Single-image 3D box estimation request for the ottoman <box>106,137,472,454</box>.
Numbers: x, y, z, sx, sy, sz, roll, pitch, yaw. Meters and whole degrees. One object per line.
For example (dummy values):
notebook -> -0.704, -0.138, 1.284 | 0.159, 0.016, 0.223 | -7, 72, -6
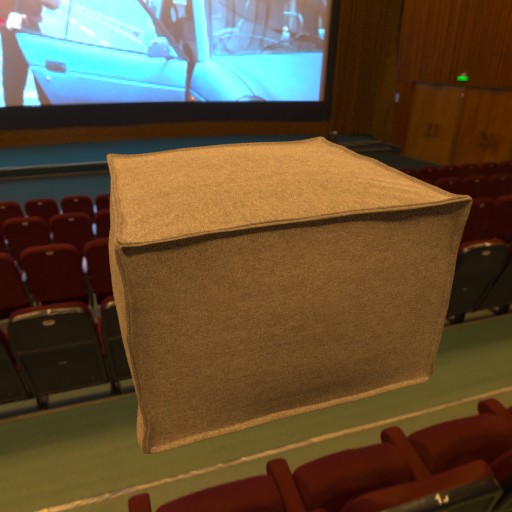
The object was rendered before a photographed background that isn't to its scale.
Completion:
ottoman -> 0.000, 0.000, 1.133 | 0.707, 0.470, 0.696 | -8, 27, -17
